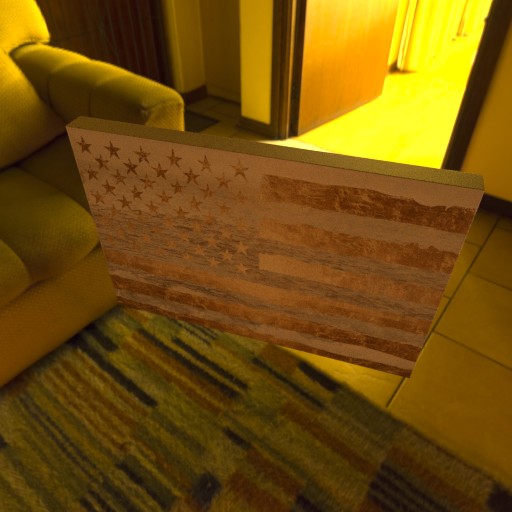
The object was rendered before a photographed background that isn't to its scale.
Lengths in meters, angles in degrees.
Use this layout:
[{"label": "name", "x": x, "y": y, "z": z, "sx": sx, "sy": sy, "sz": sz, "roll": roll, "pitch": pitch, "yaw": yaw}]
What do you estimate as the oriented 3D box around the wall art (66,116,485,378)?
[{"label": "wall art", "x": 0.000, "y": 0.000, "z": 0.764, "sx": 0.606, "sy": 0.407, "sz": 0.041, "roll": 12, "pitch": 42, "yaw": 13}]
